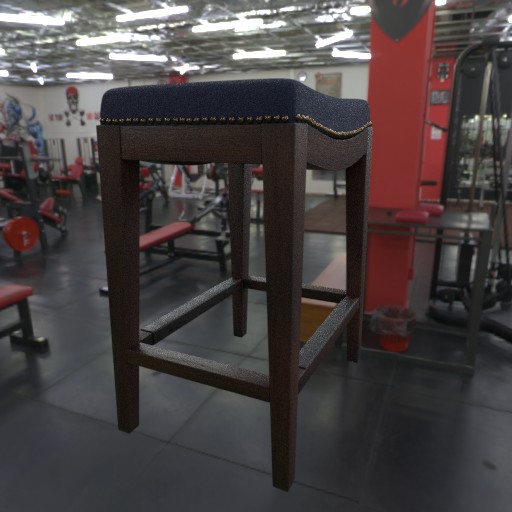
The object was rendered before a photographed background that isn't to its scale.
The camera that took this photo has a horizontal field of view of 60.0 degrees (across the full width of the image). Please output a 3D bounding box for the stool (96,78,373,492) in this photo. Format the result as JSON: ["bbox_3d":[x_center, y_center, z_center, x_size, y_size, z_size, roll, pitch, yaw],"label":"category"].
[{"bbox_3d":[0.000,0.000,0.929,0.361,0.642,0.500,7,17,25],"label":"stool"}]
